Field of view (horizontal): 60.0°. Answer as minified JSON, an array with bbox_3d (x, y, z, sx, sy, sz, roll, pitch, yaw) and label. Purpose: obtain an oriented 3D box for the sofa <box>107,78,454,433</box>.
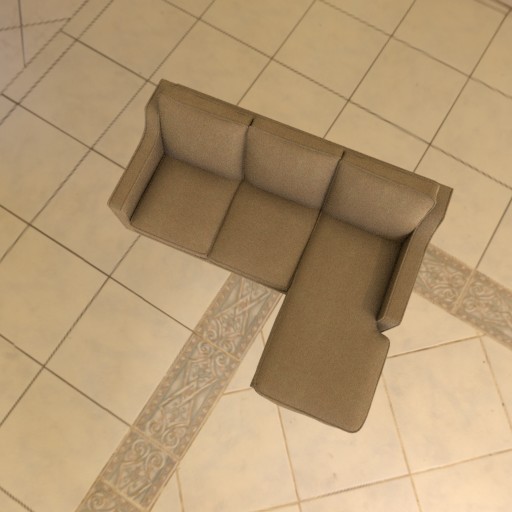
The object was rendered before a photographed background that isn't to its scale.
[{"bbox_3d":[0.000,0.000,3.338,2.317,1.081,1.858,22,76,6],"label":"sofa"}]
